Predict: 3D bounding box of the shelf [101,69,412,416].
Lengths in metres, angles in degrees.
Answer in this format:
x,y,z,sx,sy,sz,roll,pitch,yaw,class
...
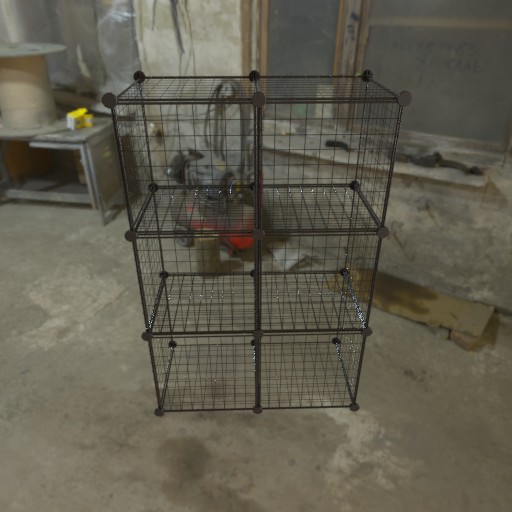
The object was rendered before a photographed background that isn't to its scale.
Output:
x,y,z,sx,sy,sz,roll,pitch,yaw,class
0.000,0.000,1.428,0.711,1.067,0.356,-1,30,-2,shelf
